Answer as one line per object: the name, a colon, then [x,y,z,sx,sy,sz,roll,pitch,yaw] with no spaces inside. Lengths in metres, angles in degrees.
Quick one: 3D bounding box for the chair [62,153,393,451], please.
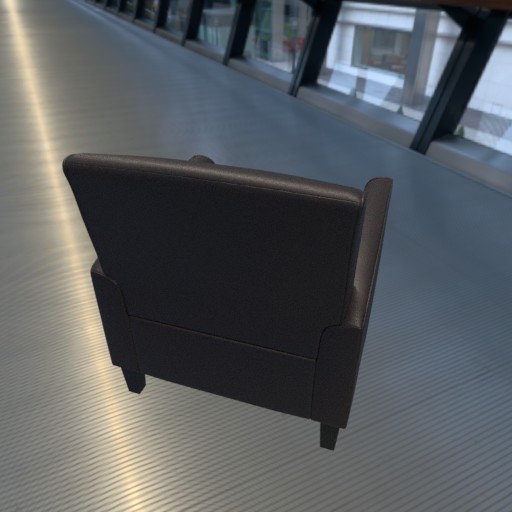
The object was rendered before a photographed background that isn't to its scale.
chair: [0.000,0.000,1.536,0.820,0.916,0.819,10,33,16]
